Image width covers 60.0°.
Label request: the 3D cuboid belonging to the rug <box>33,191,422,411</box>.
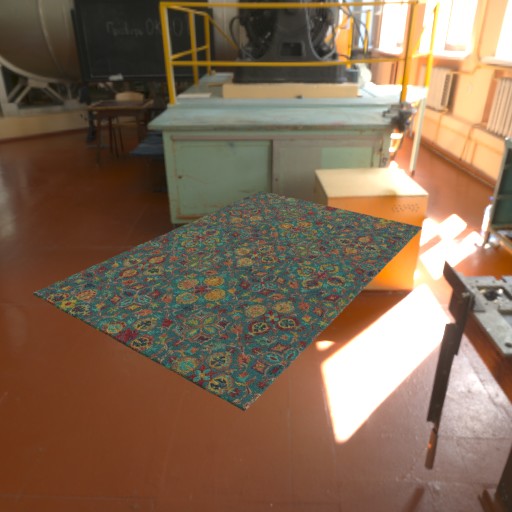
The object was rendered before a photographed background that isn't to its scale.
[{"bbox_3d":[0.000,0.000,2.985,1.527,0.016,2.290,18,32,31],"label":"rug"}]
